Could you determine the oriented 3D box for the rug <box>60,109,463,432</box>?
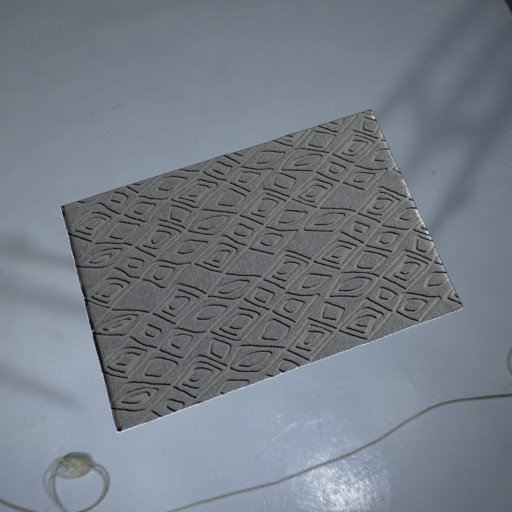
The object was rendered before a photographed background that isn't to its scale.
[{"bbox_3d":[0.000,0.000,2.335,1.832,0.016,1.224,-19,76,-5],"label":"rug"}]
